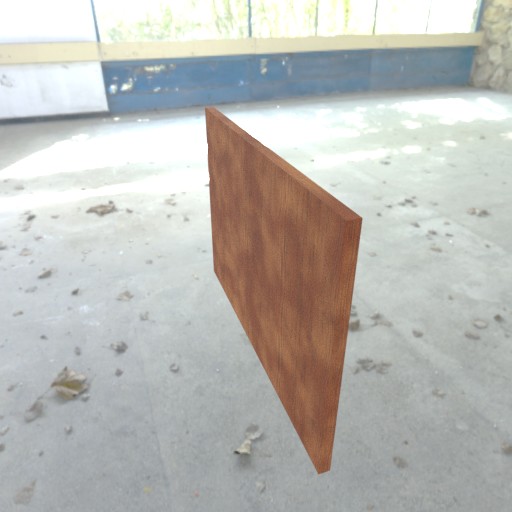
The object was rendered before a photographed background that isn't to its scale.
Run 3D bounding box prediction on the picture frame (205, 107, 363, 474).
[{"bbox_3d":[0.000,0.000,1.254,0.029,0.640,0.950,-10,31,-17],"label":"picture frame"}]
